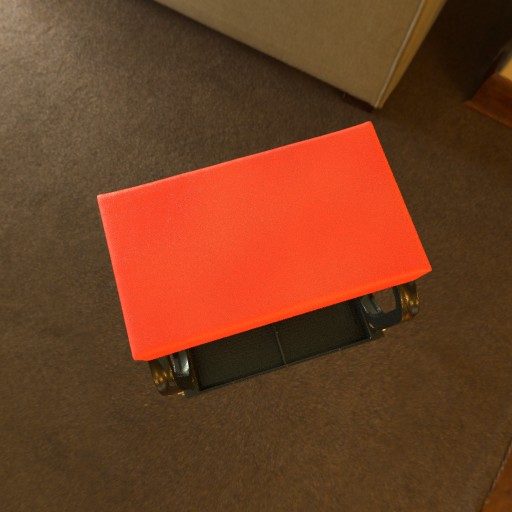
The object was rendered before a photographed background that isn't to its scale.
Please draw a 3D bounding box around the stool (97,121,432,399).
[{"bbox_3d":[0.000,0.000,0.728,0.446,0.380,0.371,-16,76,-4],"label":"stool"}]
